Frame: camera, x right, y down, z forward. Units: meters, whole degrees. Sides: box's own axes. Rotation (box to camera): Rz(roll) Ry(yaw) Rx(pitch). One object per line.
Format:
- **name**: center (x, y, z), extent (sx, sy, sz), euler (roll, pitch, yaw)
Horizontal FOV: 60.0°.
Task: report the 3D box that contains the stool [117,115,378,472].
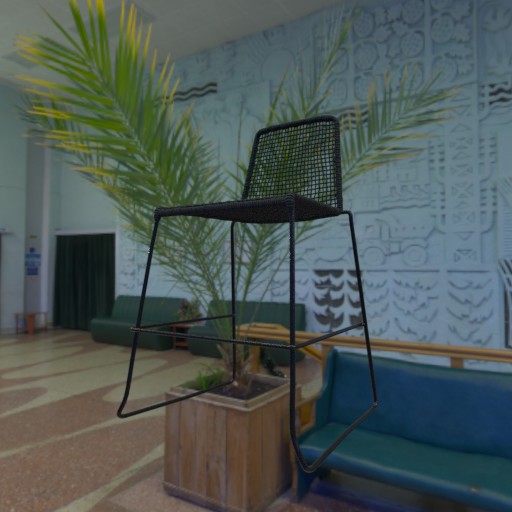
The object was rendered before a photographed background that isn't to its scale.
- **stool**: center (0.000, 0.000, 1.268), extent (0.590, 0.905, 0.509), euler (-1, -2, 34)
